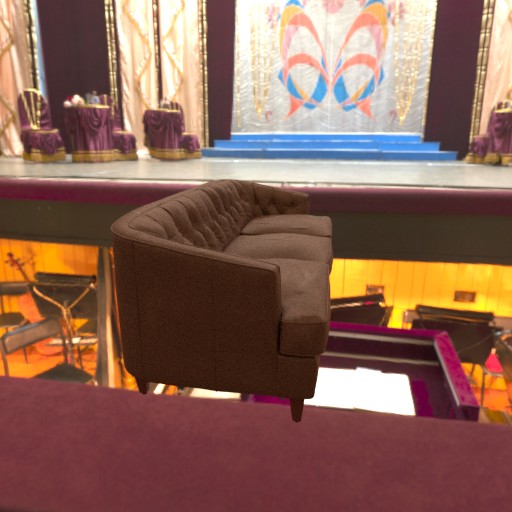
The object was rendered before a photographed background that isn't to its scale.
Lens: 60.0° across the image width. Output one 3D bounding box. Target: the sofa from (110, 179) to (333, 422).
[{"bbox_3d":[0.000,0.000,2.698,0.927,0.787,2.227,2,15,9],"label":"sofa"}]
